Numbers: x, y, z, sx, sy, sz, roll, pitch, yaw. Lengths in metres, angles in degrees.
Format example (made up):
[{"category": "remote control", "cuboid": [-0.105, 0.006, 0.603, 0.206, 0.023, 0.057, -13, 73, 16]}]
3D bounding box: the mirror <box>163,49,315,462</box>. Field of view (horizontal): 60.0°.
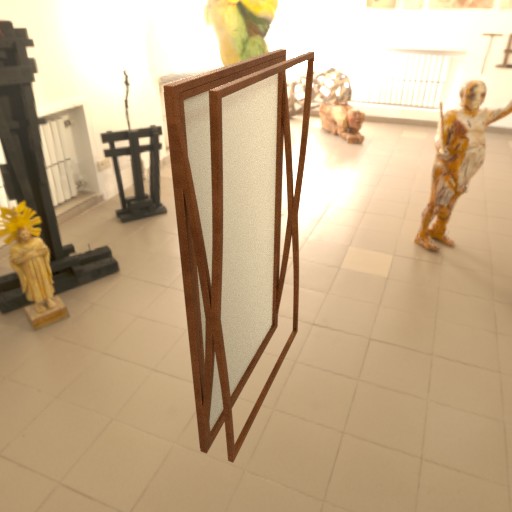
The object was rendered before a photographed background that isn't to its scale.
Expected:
[{"category": "mirror", "cuboid": [0.000, 0.000, 0.958, 0.082, 0.768, 0.468, 12, 33, 19]}]
